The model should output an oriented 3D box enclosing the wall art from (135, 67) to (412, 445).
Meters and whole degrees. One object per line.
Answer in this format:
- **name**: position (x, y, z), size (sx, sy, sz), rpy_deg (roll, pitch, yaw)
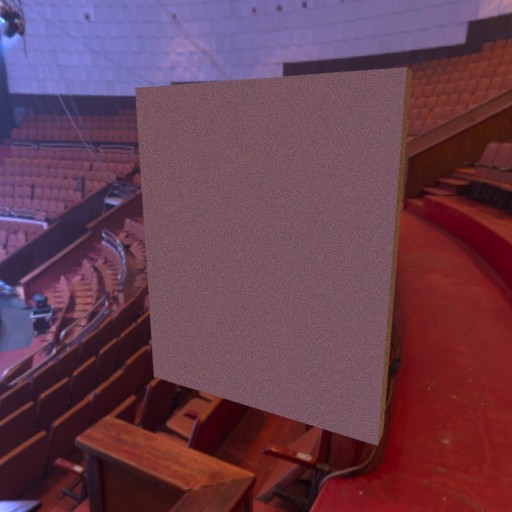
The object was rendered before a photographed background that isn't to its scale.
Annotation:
- **wall art**: position (0.000, 0.000, 0.745), size (0.451, 0.553, 0.039), rpy_deg (7, 16, 27)
